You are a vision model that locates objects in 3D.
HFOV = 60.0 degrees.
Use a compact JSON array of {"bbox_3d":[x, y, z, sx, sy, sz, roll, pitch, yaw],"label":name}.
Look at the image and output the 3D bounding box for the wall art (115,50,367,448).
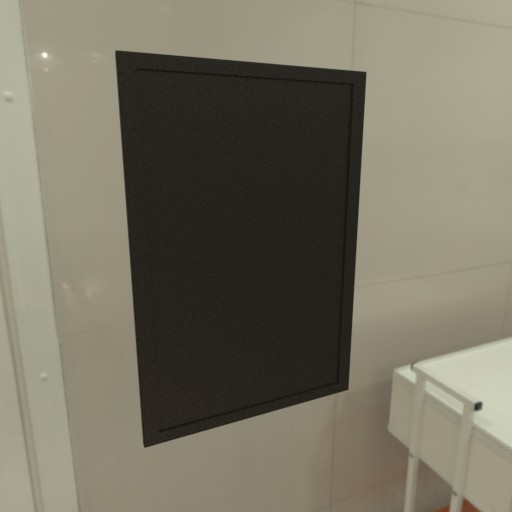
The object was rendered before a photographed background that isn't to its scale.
[{"bbox_3d":[0.000,0.000,0.817,0.451,0.661,0.012,-7,16,-25],"label":"wall art"}]
